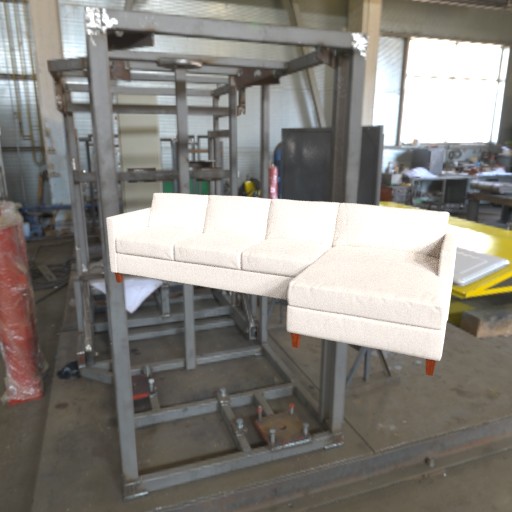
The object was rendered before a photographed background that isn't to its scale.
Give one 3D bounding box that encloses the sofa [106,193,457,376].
[{"bbox_3d":[0.000,0.000,4.252,3.471,0.954,1.606,7,17,24],"label":"sofa"}]
